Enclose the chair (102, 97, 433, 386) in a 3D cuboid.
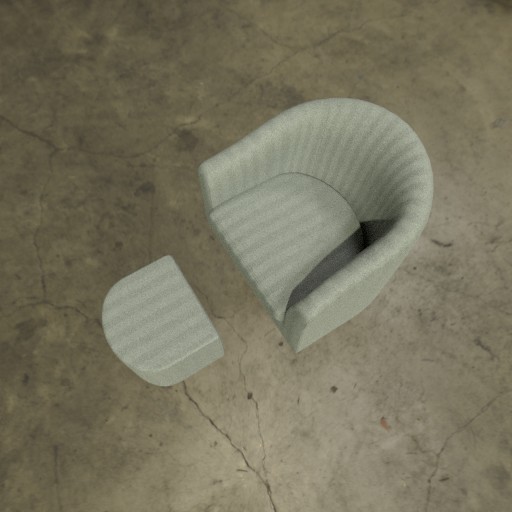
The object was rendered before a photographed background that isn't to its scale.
[{"bbox_3d":[0.000,0.000,1.757,1.288,0.757,0.756,-29,67,-14],"label":"chair"}]
